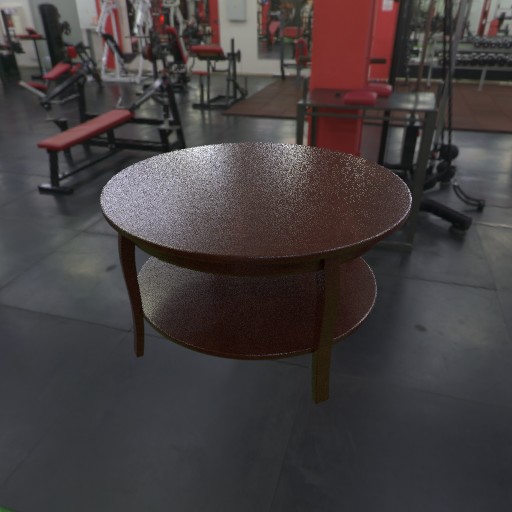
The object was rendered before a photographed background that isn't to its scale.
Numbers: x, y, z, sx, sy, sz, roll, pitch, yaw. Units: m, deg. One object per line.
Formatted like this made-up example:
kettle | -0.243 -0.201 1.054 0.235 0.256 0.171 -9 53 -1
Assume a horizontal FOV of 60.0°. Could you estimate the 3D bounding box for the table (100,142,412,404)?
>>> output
table | 0.000 0.000 1.477 0.911 0.512 0.911 0 30 0
